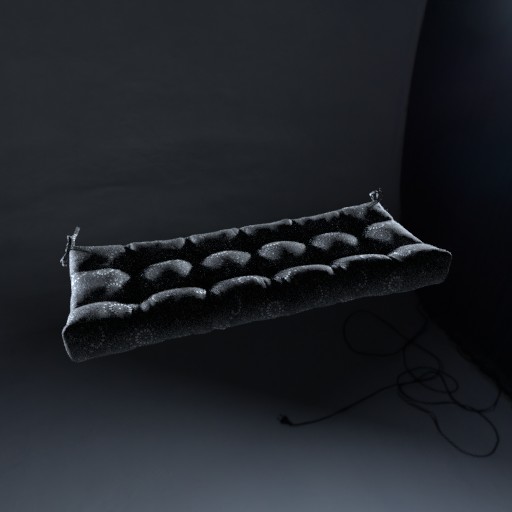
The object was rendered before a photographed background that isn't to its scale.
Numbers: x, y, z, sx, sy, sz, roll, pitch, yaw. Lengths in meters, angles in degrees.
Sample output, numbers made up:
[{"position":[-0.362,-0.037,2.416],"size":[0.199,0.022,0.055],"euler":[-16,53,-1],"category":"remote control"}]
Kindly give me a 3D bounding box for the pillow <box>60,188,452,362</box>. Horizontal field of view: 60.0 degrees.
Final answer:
[{"position":[0.000,0.000,1.412],"size":[1.194,0.174,0.511],"euler":[-10,33,-15],"category":"pillow"}]
